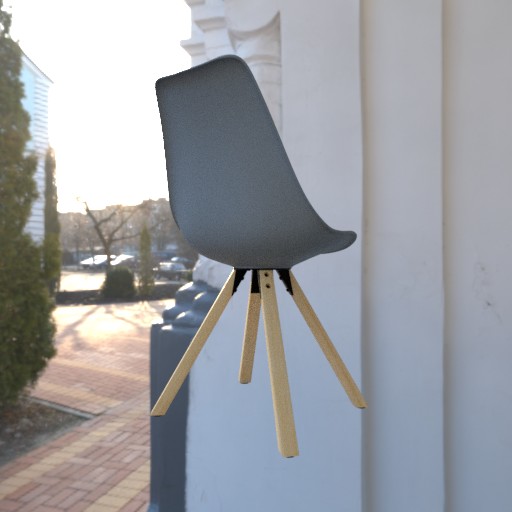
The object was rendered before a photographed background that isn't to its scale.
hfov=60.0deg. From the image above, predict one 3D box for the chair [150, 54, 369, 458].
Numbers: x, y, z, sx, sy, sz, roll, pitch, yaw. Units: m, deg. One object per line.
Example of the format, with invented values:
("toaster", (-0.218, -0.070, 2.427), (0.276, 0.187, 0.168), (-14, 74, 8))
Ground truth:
("chair", (0.000, 0.000, 1.203), (0.485, 0.850, 0.549), (0, 0, 36))
